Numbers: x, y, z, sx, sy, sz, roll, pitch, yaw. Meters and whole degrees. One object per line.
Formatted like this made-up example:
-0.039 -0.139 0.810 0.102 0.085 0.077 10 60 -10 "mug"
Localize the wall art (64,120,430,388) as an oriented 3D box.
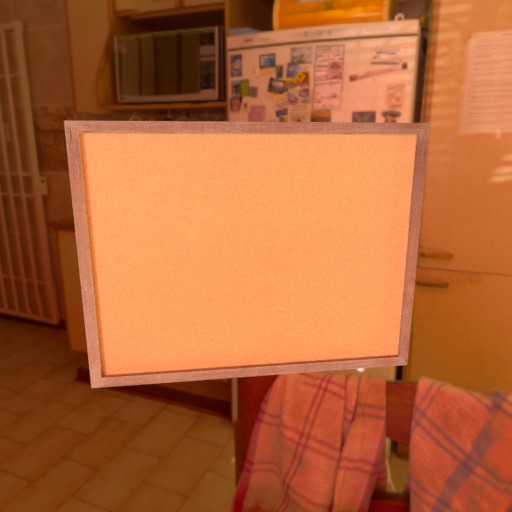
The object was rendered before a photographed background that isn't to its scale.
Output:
0.000 0.000 1.745 1.320 1.009 0.070 -2 15 -8 "wall art"
